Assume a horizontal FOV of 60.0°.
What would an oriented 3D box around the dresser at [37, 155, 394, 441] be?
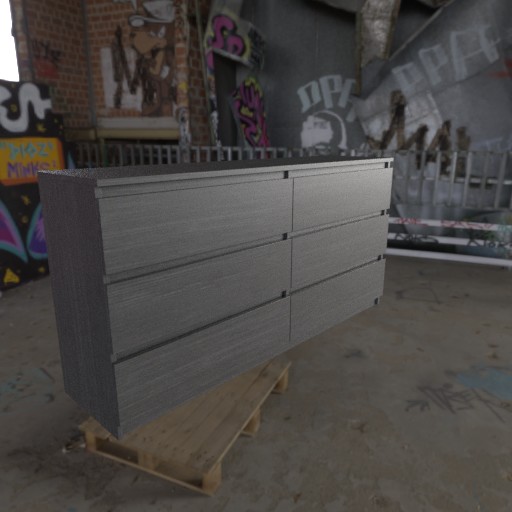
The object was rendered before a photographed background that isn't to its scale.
[{"bbox_3d":[0.000,0.000,1.929,0.400,0.795,1.590,14,21,42],"label":"dresser"}]
